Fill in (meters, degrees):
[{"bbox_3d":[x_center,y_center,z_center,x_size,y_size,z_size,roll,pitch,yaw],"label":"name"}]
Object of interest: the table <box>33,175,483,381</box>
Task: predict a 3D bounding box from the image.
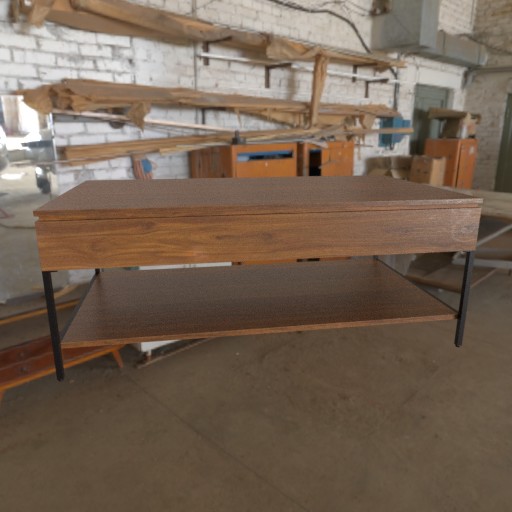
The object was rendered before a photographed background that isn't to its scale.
[{"bbox_3d":[0.000,0.000,1.354,1.057,0.414,0.574,-3,16,-9],"label":"table"}]
